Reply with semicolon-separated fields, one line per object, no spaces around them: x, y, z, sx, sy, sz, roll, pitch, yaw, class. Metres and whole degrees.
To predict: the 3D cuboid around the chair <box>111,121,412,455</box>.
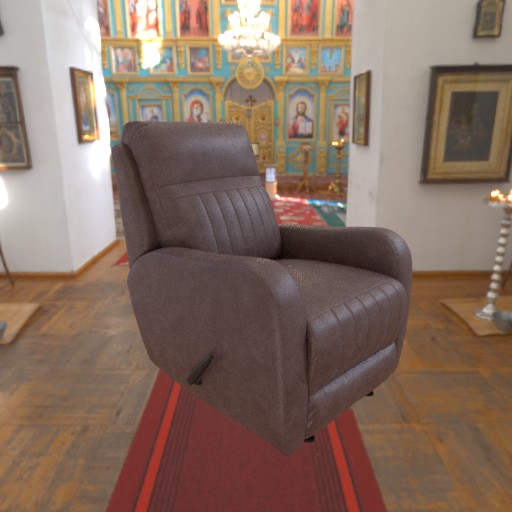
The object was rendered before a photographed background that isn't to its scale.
0.000;0.000;1.802;1.067;1.067;0.865;14;21;43;chair
